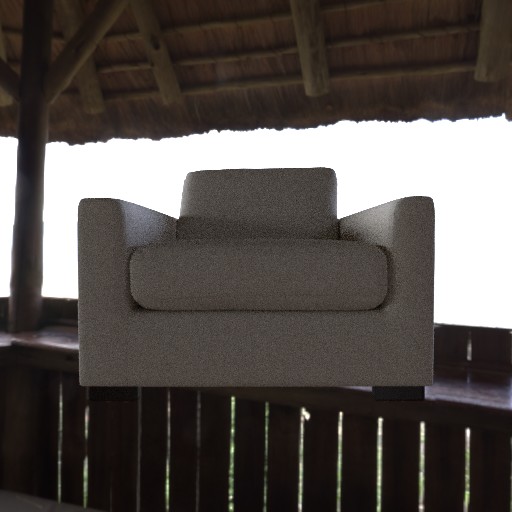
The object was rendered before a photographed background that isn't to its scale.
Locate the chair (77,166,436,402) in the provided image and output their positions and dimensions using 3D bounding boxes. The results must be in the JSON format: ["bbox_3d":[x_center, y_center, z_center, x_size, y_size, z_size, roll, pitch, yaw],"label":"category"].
[{"bbox_3d":[0.000,0.000,1.834,1.070,0.876,1.100,0,0,0],"label":"chair"}]
